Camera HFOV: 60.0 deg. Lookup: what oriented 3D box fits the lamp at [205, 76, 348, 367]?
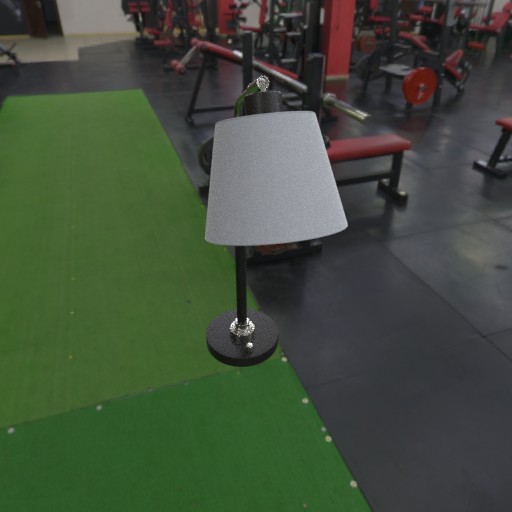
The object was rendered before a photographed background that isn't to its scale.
[{"bbox_3d":[0.000,0.000,0.691,0.181,0.539,0.348,-9,34,-14],"label":"lamp"}]
